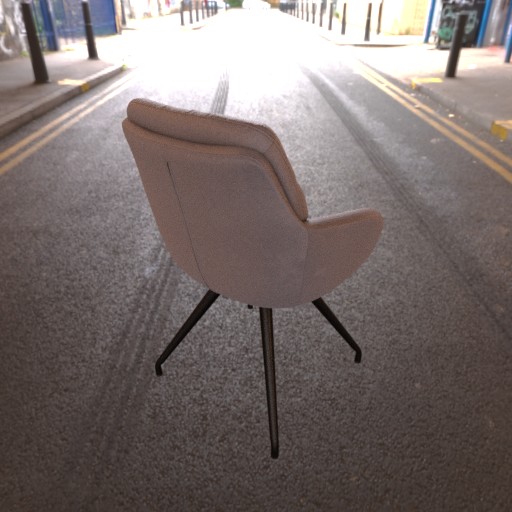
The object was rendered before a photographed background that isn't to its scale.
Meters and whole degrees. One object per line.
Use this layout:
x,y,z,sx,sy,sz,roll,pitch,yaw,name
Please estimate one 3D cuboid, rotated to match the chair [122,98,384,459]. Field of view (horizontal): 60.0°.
0.000,0.000,1.252,0.579,0.888,0.569,22,37,33,chair
